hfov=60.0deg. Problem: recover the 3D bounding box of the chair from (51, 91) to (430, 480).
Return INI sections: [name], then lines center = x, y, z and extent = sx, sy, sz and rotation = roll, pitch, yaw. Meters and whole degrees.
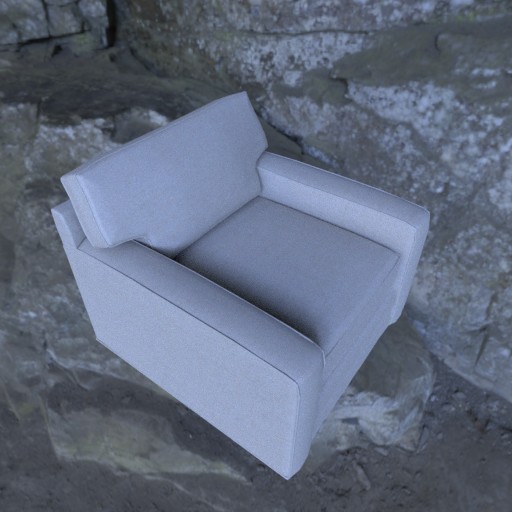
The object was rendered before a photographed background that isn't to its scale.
[chair]
center = 0.000, 0.000, 1.773
extent = 1.043, 0.913, 0.998
rotation = 26, 47, 27
